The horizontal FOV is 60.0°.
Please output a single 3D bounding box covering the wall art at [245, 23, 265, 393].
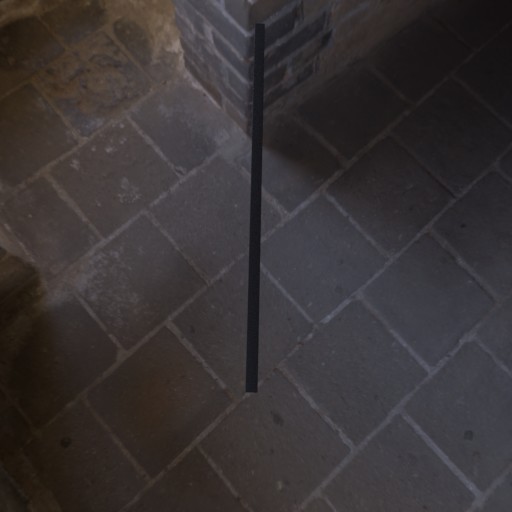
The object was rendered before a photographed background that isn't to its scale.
[{"bbox_3d":[0.000,0.000,0.842,0.013,0.660,0.460,1,76,0],"label":"wall art"}]
